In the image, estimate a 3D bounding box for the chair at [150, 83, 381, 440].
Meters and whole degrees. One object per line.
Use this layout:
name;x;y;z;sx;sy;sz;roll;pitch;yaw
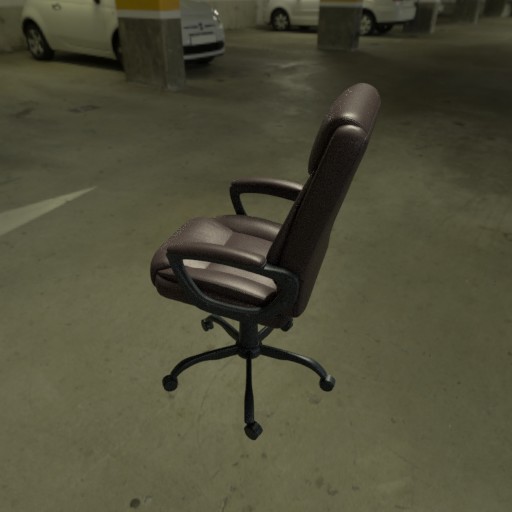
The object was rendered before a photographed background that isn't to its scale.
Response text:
chair;0.000;0.000;1.483;0.655;1.072;0.615;9;32;15
